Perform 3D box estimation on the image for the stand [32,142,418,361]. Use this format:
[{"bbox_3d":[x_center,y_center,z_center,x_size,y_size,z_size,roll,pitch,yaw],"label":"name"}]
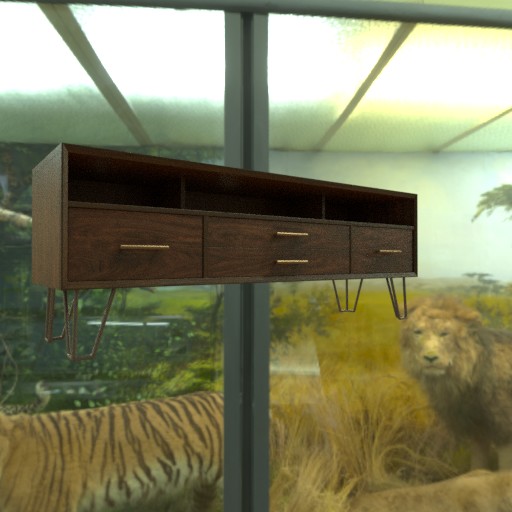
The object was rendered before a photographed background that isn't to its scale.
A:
[{"bbox_3d":[0.000,0.000,1.862,1.626,0.610,0.481,0,-1,-36],"label":"stand"}]
